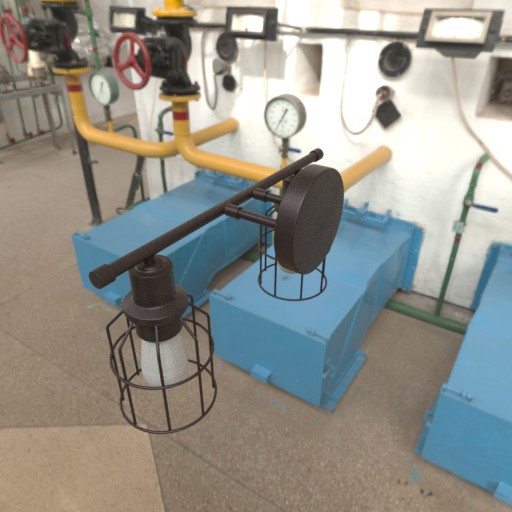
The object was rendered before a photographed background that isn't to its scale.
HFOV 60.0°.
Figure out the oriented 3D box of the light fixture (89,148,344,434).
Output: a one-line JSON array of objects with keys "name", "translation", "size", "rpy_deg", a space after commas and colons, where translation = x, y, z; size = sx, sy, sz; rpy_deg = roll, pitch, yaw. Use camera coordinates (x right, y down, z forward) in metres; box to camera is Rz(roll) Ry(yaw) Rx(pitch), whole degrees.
[{"name": "light fixture", "translation": [0.000, 0.000, 0.543], "size": [0.165, 0.254, 0.406], "rpy_deg": [20, 36, 29]}]
